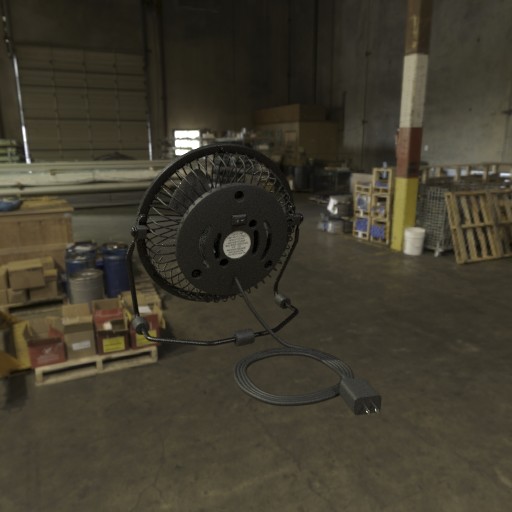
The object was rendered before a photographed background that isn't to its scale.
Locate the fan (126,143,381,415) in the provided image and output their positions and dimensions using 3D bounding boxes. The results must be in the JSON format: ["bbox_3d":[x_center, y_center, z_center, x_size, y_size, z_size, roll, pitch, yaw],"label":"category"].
[{"bbox_3d":[0.000,0.000,0.307,0.153,0.152,0.202,-7,16,-25],"label":"fan"}]
